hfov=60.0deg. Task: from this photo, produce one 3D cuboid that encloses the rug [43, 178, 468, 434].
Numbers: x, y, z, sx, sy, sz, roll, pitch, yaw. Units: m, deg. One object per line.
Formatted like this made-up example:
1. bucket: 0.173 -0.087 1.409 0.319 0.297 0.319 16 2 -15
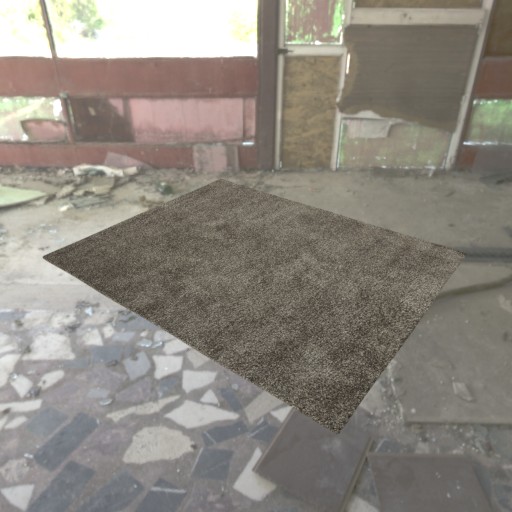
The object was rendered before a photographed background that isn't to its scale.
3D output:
1. rug: 0.000 0.000 3.998 3.000 0.025 2.401 22 38 32
